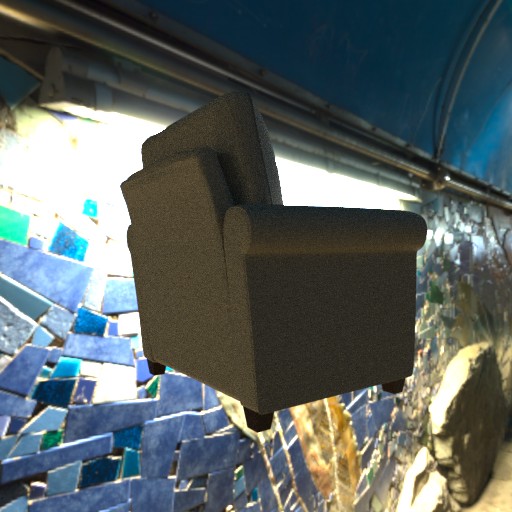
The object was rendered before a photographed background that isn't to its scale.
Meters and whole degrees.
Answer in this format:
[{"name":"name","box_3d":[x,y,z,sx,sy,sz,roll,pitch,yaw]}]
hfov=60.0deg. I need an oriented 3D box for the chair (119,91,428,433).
[{"name":"chair","box_3d":[0.000,0.000,2.336,1.180,1.349,1.275,0,0,-35]}]
